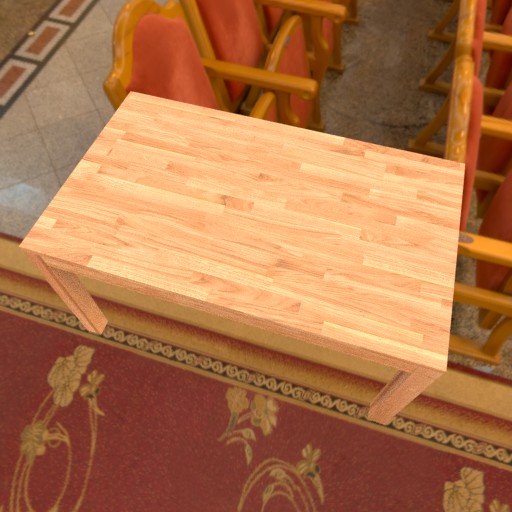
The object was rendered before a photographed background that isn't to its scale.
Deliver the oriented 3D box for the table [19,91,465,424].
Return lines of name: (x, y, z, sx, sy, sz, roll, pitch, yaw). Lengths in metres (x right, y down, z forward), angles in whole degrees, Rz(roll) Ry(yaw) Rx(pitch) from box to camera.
table: (0.000, 0.000, 2.022, 1.500, 0.770, 0.900, 15, 59, 9)
